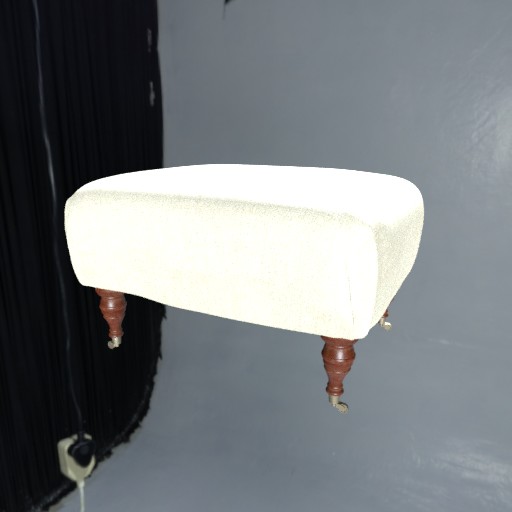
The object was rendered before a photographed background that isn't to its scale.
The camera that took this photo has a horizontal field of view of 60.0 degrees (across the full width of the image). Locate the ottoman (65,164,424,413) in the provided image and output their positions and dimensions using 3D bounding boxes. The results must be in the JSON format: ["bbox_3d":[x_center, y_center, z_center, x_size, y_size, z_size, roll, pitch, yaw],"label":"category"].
[{"bbox_3d":[0.000,0.000,1.135,0.747,0.450,0.622,7,16,26],"label":"ottoman"}]
